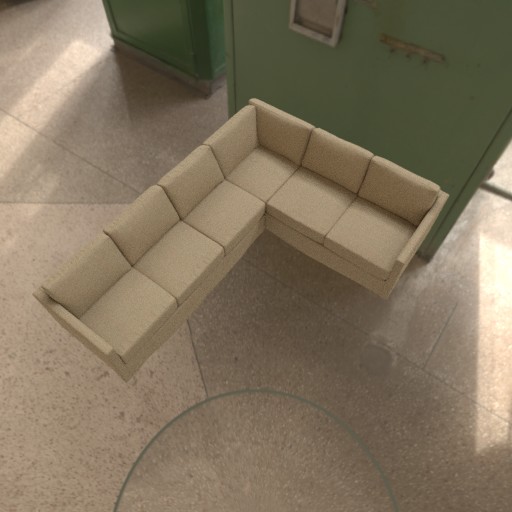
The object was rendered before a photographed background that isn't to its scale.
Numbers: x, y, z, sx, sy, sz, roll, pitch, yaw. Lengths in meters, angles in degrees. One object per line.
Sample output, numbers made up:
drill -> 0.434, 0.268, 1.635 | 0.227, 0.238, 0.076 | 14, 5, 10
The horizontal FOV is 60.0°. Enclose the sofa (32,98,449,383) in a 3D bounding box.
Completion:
sofa -> 0.000, 0.000, 4.279 | 2.432, 0.871, 3.182 | 32, 63, 19
